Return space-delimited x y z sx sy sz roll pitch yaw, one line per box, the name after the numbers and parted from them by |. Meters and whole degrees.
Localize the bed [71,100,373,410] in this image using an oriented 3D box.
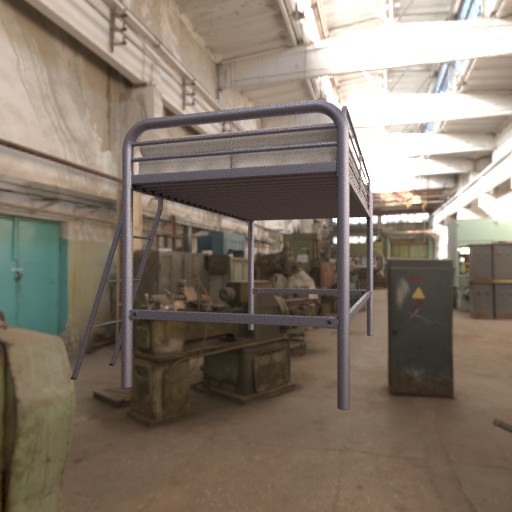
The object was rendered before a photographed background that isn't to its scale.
0.000 0.000 2.951 1.415 1.288 1.965 0 -1 18 | bed
